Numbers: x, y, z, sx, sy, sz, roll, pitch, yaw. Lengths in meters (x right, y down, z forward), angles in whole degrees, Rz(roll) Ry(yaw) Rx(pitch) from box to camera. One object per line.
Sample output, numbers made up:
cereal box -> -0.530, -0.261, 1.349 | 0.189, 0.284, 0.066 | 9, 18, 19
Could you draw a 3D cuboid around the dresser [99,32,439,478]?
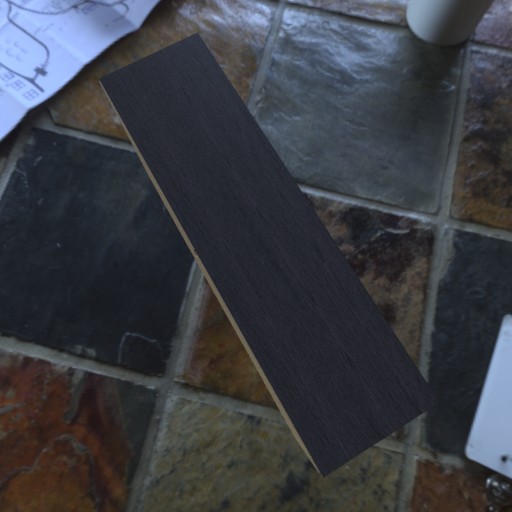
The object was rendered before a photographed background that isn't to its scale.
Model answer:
dresser -> 0.000, 0.000, 1.667 | 0.401, 0.755, 1.360 | -29, 76, -8
